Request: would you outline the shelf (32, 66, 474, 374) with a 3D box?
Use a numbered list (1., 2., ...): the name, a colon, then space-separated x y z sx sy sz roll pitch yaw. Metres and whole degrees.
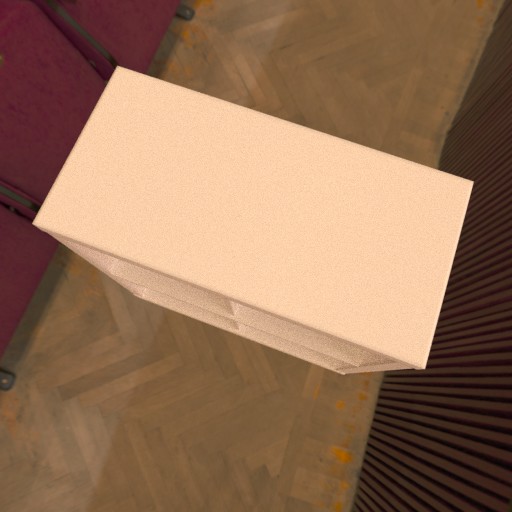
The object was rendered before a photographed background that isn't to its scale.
1. shelf: 0.000 0.000 1.258 0.790 0.786 0.390 20 75 5
